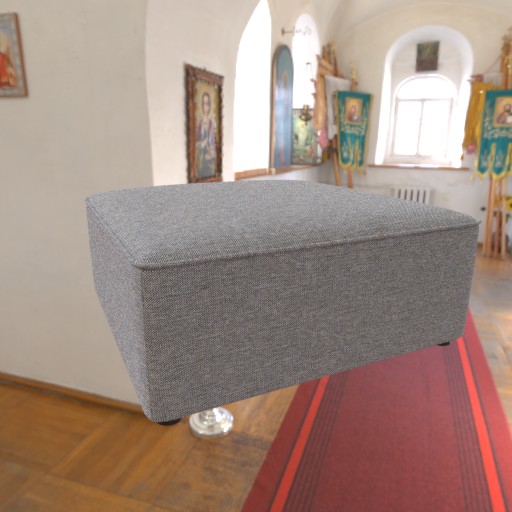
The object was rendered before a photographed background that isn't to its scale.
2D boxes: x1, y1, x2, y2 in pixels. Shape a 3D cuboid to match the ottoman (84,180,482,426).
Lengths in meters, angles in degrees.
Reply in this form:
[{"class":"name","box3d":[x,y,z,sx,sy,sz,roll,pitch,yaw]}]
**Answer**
[{"class":"ottoman","box3d":[0.000,0.000,1.547,1.005,0.455,1.005,-8,18,-25]}]
